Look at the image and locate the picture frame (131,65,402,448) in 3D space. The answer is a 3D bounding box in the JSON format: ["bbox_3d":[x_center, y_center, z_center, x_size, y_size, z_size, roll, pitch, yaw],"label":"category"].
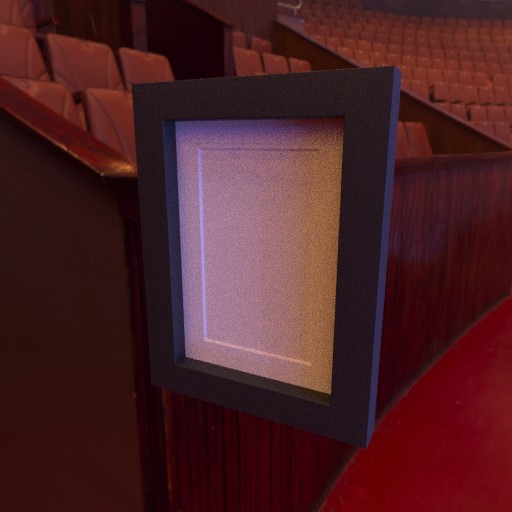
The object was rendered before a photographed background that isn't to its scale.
[{"bbox_3d":[0.000,0.000,0.277,0.157,0.208,0.028,7,16,25],"label":"picture frame"}]
